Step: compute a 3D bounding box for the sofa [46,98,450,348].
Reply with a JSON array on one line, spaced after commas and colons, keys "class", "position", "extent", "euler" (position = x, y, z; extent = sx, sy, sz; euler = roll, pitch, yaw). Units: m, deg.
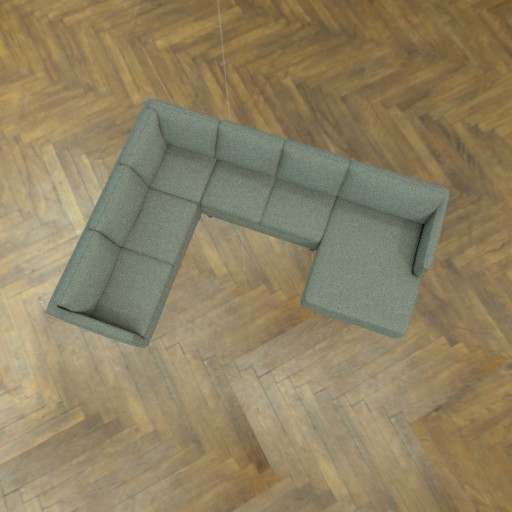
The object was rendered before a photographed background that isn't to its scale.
[{"class": "sofa", "position": [0.000, 0.000, 4.610], "extent": [3.403, 0.889, 2.551], "euler": [18, 75, 5]}]
